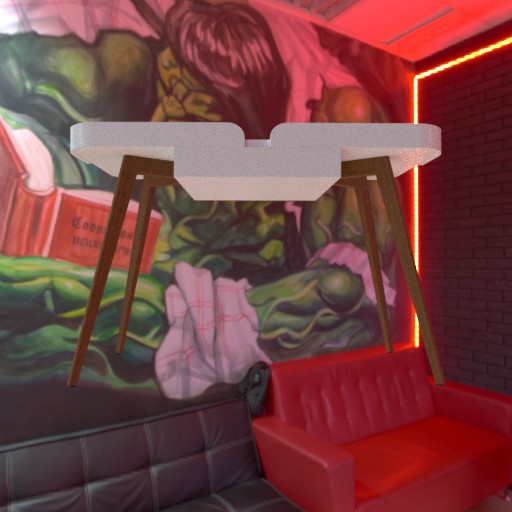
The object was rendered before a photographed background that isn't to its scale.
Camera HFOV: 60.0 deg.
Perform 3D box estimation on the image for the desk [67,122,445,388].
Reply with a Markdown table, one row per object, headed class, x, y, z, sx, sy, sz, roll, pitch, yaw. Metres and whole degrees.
| class | x | y | z | sx | sy | sz | roll | pitch | yaw |
| --- | --- | --- | --- | --- | --- | --- | --- | --- | --- |
| desk | 0.000 | 0.000 | 1.613 | 1.206 | 0.807 | 0.534 | 0 | -1 | -1 |
